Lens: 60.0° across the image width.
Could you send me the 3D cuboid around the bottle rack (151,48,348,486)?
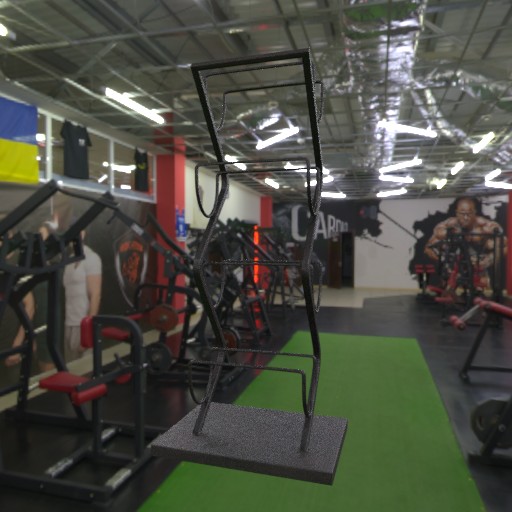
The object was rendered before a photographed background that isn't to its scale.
[{"bbox_3d":[0.000,0.000,0.659,0.254,0.559,0.178,1,2,18],"label":"bottle rack"}]
